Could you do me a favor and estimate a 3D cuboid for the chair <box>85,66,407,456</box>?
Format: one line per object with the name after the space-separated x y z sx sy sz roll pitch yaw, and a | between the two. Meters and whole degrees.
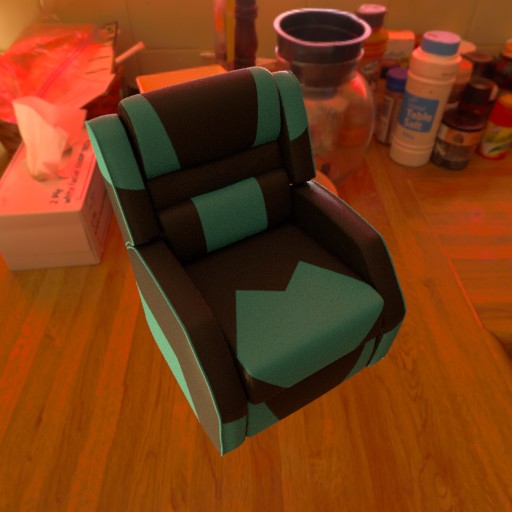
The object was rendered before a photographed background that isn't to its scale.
0.000 0.000 1.274 0.620 0.805 0.672 -23 49 -22 | chair
